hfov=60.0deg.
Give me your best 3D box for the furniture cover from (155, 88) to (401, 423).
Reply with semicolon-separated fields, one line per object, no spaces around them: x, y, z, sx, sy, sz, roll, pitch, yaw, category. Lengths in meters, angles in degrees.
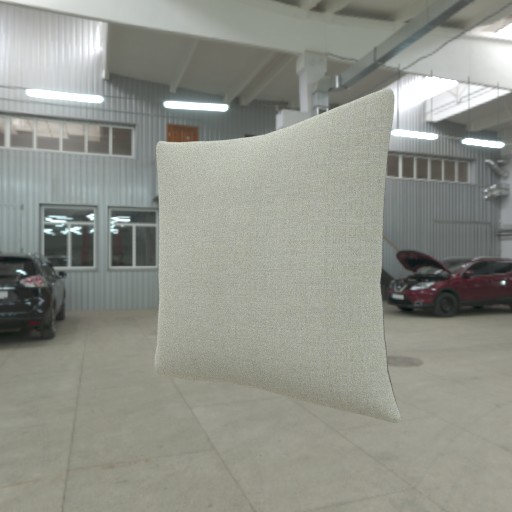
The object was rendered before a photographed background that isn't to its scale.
0.000;0.000;0.671;0.435;0.420;0.145;0;0;35;furniture cover
